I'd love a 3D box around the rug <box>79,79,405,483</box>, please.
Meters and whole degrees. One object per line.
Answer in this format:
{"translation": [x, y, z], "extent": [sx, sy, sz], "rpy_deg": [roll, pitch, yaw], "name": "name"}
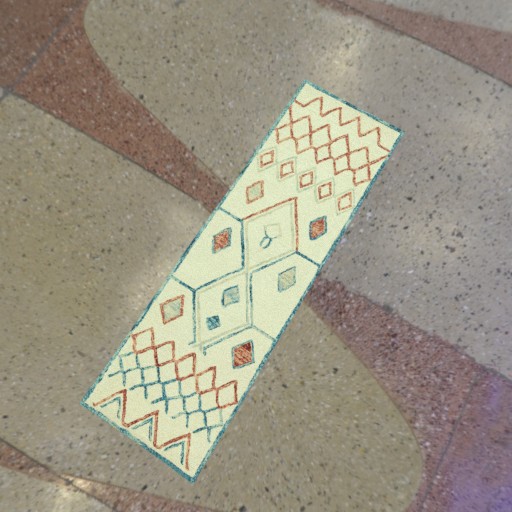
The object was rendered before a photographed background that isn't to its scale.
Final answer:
{"translation": [0.000, 0.000, 2.637], "extent": [0.750, 0.011, 2.435], "rpy_deg": [31, 77, 8], "name": "rug"}
